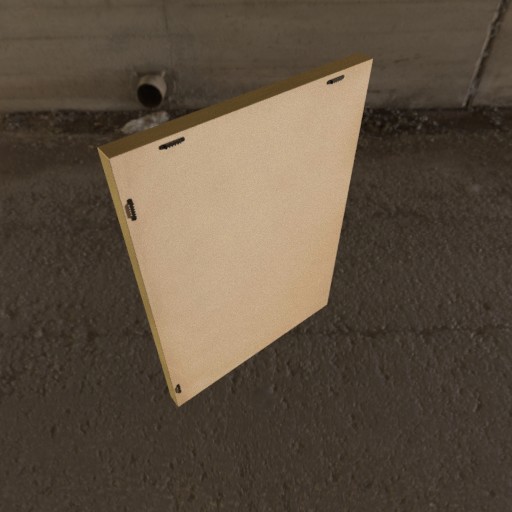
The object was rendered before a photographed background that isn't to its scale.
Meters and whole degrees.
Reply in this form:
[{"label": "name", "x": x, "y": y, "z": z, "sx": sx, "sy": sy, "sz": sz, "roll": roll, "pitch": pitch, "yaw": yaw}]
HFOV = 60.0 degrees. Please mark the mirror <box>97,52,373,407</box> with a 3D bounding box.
[{"label": "mirror", "x": 0.000, "y": 0.000, "z": 0.942, "sx": 0.507, "sy": 0.710, "sz": 0.040, "roll": -30, "pitch": 53, "yaw": -26}]
